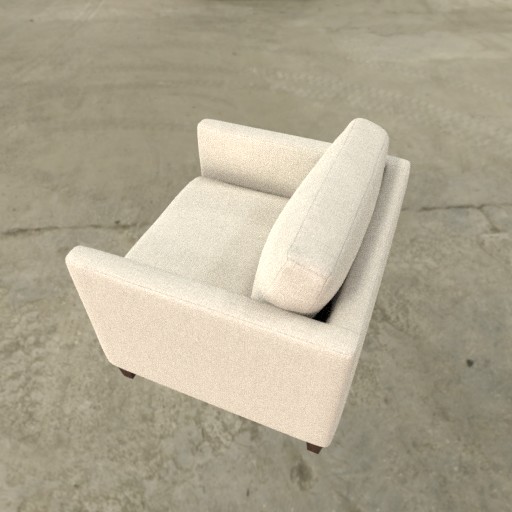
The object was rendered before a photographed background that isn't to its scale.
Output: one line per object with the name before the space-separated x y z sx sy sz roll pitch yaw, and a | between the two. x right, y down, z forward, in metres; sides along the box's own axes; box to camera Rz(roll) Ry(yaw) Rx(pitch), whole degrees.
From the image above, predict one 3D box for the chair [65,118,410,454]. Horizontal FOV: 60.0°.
chair | 0.000 0.000 1.740 0.959 0.919 0.996 16 48 15
